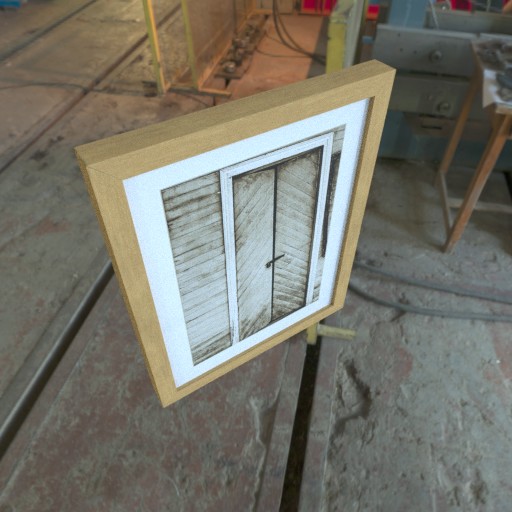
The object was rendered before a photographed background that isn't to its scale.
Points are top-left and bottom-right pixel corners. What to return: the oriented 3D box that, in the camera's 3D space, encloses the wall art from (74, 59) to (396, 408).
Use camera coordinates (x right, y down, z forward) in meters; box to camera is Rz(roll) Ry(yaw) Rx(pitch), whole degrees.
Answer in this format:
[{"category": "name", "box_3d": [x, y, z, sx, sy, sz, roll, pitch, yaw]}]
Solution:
[{"category": "wall art", "box_3d": [0.000, 0.000, 0.523, 0.312, 0.380, 0.030, -25, 50, -22]}]
